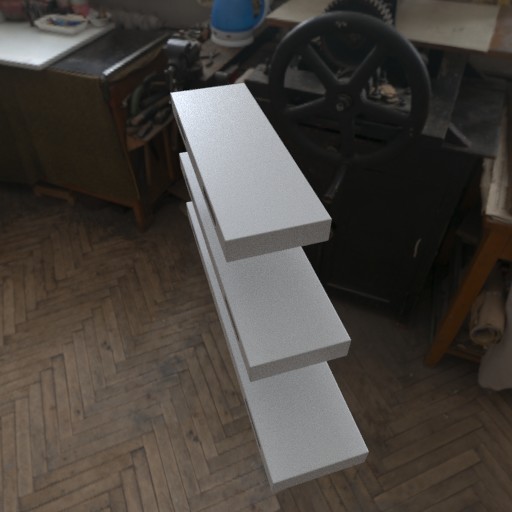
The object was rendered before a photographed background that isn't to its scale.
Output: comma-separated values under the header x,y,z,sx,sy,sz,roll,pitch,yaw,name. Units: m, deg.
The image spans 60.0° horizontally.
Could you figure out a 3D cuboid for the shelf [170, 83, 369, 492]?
x,y,z,sx,sy,sz,roll,pitch,yaw,name
0.000,0.000,0.721,0.140,0.293,0.610,-12,47,-12,shelf
